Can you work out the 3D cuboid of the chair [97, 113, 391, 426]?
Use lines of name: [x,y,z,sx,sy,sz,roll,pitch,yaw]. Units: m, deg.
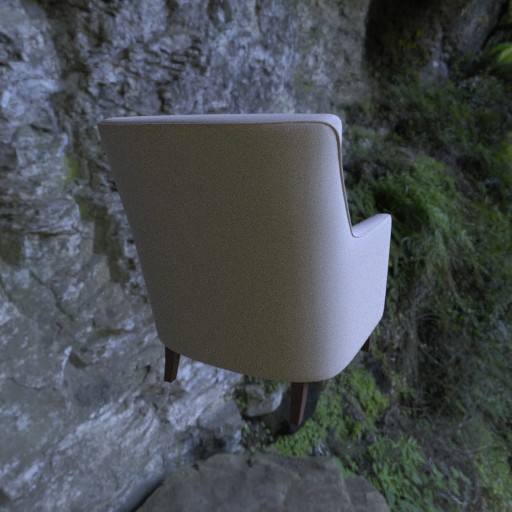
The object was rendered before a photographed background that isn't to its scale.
chair: [0.000,0.000,1.548,0.756,0.916,0.879,9,18,28]
